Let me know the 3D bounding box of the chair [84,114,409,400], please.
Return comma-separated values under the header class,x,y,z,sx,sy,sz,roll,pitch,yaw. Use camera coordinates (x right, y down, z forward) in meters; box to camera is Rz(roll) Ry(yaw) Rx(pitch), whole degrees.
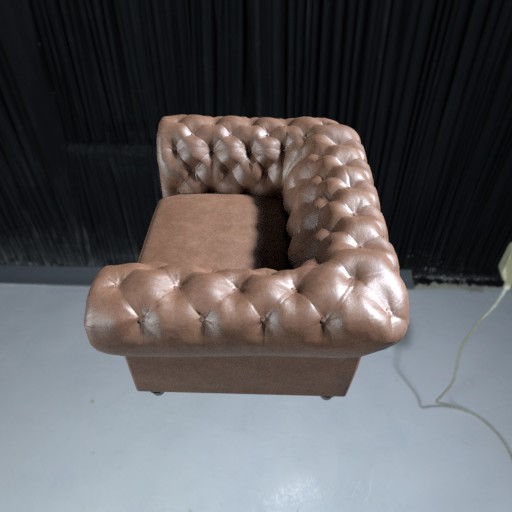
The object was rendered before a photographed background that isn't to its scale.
class,x,y,z,sx,sy,sz,roll,pitch,yaw
chair,0.000,0.000,1.879,0.954,0.784,1.298,1,42,1
